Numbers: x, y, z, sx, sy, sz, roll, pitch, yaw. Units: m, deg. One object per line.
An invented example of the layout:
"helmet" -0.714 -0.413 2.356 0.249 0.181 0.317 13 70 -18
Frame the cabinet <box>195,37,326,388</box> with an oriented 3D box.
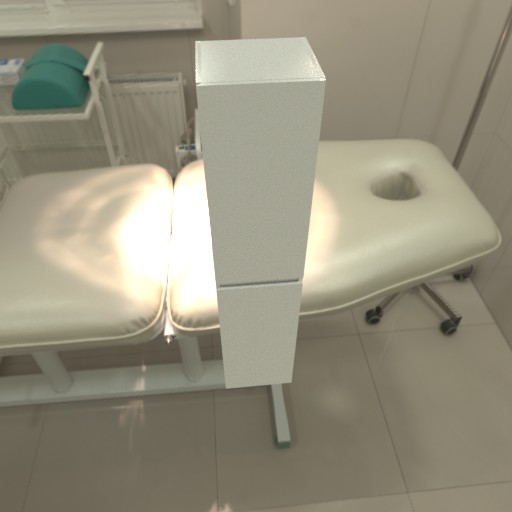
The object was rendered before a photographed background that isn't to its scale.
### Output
"cabinet" 0.000 0.000 1.604 0.300 1.400 0.270 -4 46 -4
